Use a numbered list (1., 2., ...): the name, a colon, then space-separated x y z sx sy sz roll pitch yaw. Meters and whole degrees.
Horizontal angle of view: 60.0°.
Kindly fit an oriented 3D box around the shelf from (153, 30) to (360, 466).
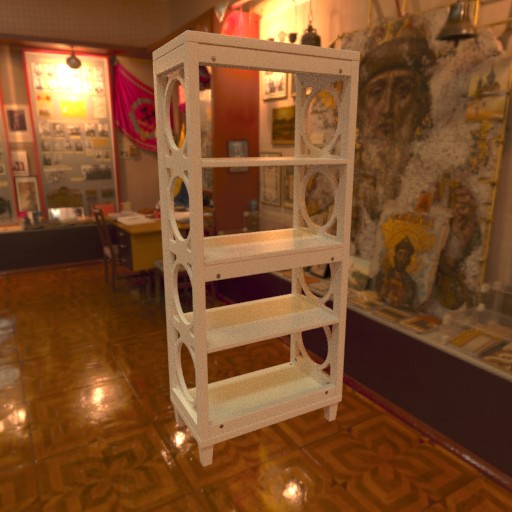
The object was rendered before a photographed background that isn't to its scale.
1. shelf: 0.000 0.000 1.658 0.611 1.411 0.340 -8 16 -28
